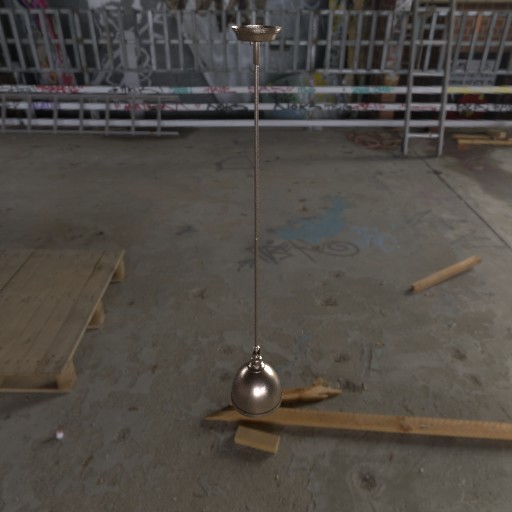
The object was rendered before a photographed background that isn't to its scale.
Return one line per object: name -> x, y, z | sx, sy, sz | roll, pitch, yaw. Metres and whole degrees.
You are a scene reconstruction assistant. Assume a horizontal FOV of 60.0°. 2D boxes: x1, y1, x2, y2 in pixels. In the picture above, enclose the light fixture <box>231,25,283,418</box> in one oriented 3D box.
light fixture -> 0.000, 0.000, 1.487 | 0.211, 1.367, 0.217 | 11, 32, 17
